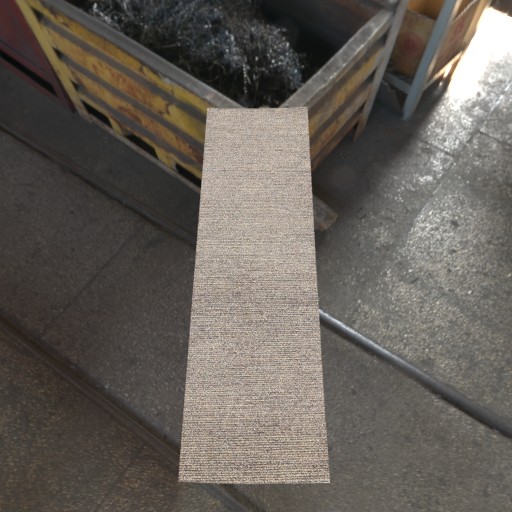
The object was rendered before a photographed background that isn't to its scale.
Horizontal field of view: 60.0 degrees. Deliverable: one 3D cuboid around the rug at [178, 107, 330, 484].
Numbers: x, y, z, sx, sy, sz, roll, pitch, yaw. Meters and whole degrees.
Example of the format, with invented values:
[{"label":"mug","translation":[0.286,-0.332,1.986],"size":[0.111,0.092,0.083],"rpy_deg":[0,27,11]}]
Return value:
[{"label":"rug","translation":[0.000,0.000,2.554],"size":[0.697,0.013,2.335],"rpy_deg":[0,63,0]}]
